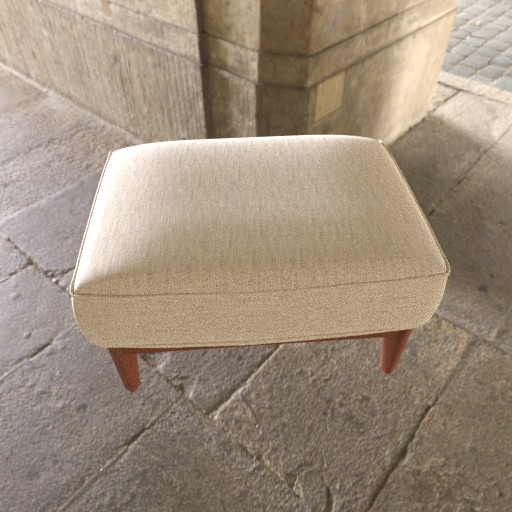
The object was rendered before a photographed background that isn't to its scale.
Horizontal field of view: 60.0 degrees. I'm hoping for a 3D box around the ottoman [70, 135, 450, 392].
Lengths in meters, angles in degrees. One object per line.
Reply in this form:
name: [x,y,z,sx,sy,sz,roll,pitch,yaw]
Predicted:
ottoman: [0.000,0.000,1.187,0.794,0.465,0.594,-3,46,-3]
